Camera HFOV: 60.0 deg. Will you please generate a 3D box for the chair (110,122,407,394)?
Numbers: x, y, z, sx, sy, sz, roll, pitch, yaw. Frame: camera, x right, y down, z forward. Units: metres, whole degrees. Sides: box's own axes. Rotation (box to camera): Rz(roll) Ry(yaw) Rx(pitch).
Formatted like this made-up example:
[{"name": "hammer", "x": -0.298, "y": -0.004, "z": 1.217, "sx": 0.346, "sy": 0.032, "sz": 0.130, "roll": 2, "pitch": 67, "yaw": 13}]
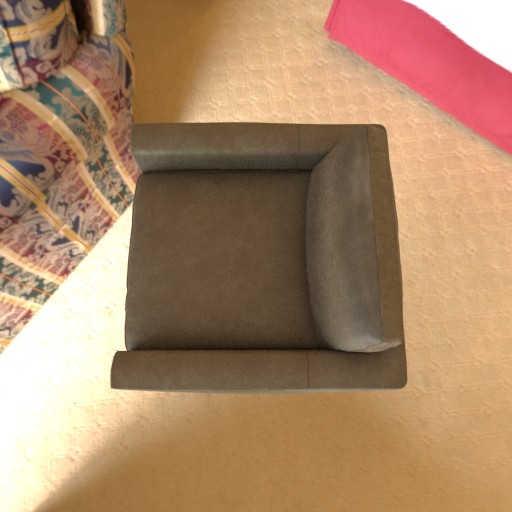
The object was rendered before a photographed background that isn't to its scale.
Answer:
[{"name": "chair", "x": 0.000, "y": 0.000, "z": 1.853, "sx": 1.080, "sy": 0.807, "sz": 1.106, "roll": 0, "pitch": 75, "yaw": 0}]
